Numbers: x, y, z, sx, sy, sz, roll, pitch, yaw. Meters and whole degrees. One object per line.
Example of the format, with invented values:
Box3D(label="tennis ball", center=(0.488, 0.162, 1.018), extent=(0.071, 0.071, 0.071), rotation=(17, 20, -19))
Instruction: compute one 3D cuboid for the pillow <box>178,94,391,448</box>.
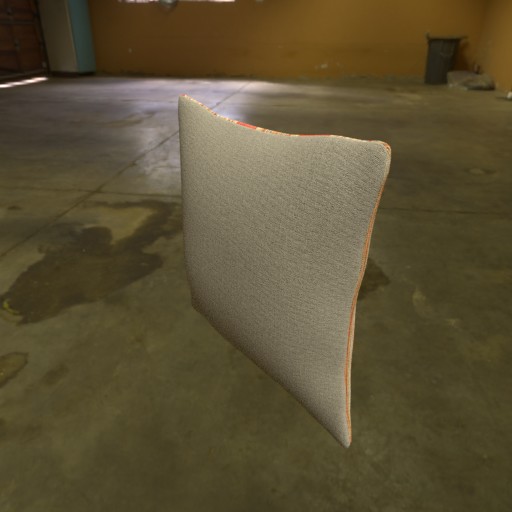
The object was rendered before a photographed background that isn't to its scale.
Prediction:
Box3D(label="pillow", center=(0.000, 0.000, 0.667), extent=(0.136, 0.419, 0.437), rotation=(-18, 32, -31))
